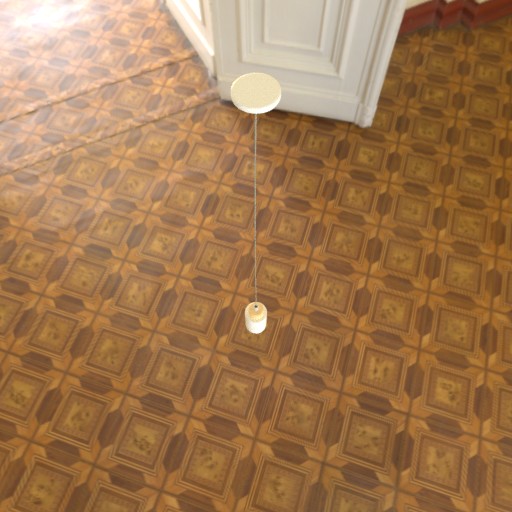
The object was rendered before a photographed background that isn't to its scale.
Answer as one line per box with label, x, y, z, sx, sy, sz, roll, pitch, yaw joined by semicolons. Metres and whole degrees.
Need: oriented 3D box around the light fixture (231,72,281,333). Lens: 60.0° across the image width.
light fixture;0.000;0.000;1.895;0.125;1.798;0.125;16;64;8
